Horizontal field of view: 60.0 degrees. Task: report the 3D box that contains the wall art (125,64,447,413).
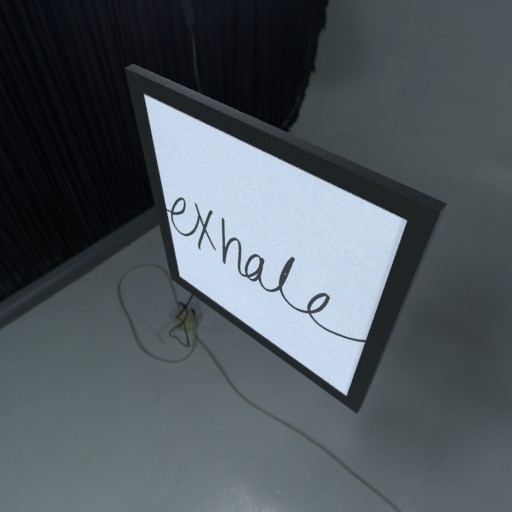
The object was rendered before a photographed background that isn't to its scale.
[{"bbox_3d":[0.000,0.000,0.533,0.358,0.357,0.012,32,55,26],"label":"wall art"}]
